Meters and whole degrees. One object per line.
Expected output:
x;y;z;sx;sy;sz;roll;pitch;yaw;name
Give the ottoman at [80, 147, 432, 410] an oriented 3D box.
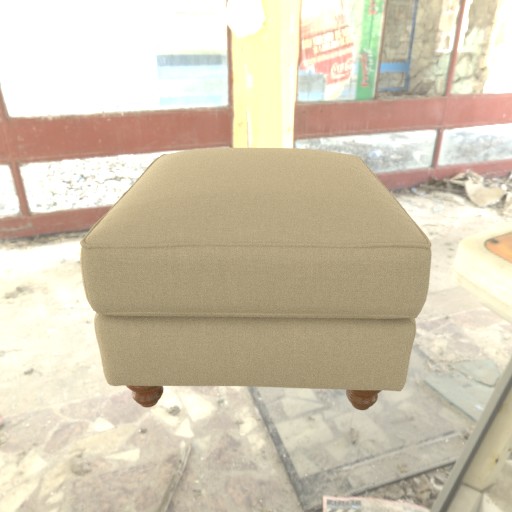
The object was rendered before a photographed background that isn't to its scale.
0.000;0.000;1.155;0.662;0.505;0.716;0;26;1;ottoman
